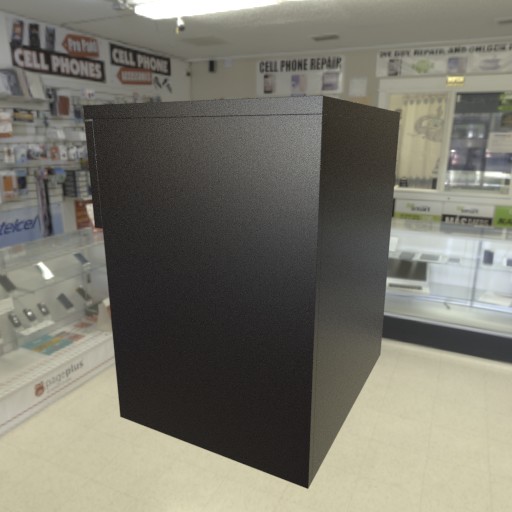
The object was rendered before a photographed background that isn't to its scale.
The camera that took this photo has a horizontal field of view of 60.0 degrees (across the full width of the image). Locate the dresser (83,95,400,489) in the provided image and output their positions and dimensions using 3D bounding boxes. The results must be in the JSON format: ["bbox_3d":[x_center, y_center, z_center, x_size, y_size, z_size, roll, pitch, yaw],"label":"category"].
[{"bbox_3d":[0.000,0.000,0.748,0.360,0.470,0.400,8,17,27],"label":"dresser"}]
